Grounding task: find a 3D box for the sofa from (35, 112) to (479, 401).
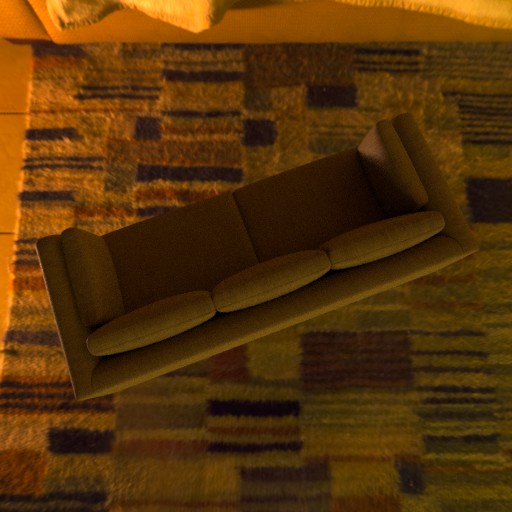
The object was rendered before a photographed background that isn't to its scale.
[{"bbox_3d":[0.000,0.000,2.871,2.415,0.867,0.969,-20,78,-5],"label":"sofa"}]
